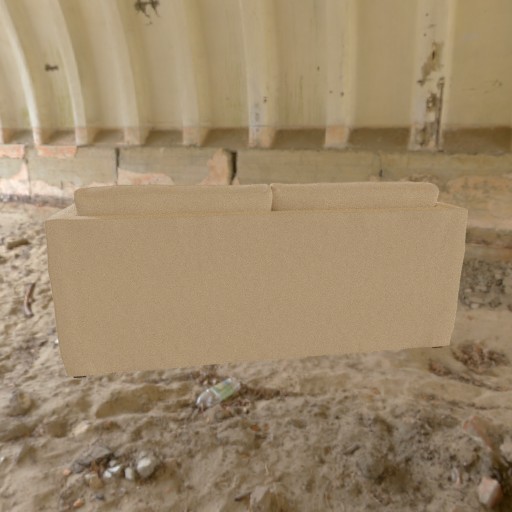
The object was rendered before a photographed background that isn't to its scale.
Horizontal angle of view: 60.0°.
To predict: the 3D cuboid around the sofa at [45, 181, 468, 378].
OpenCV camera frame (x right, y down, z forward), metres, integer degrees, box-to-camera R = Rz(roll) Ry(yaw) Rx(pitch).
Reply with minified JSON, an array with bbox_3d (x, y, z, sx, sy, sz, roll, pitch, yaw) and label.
[{"bbox_3d":[0.000,0.000,2.504,1.987,0.870,0.940,-2,15,-10],"label":"sofa"}]
